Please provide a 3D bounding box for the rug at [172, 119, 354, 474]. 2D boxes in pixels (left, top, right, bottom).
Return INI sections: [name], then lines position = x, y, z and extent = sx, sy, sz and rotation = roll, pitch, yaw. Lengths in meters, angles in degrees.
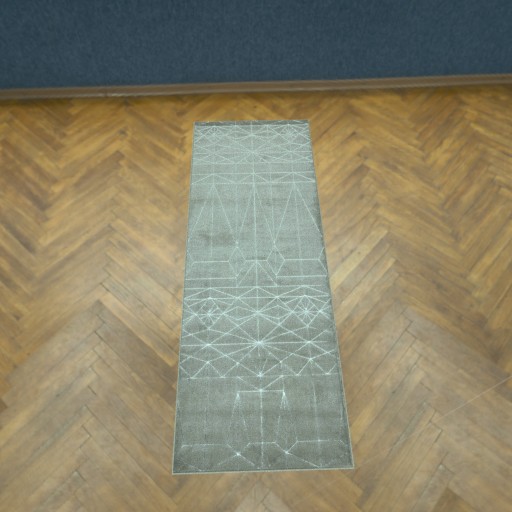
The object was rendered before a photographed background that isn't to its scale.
[rug]
position = 0.000, 0.000, 2.716
extent = 0.864, 0.012, 2.388
rotation = -1, 59, -1
